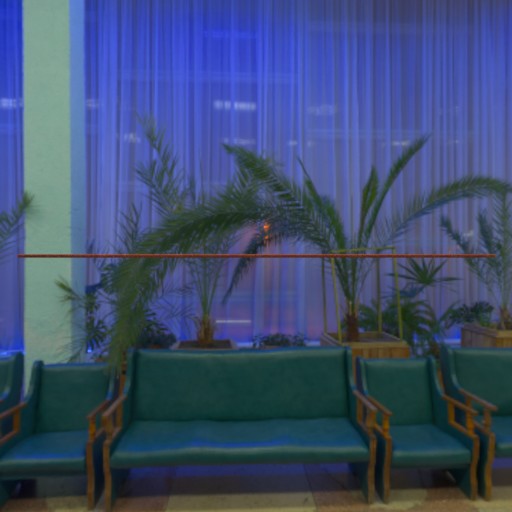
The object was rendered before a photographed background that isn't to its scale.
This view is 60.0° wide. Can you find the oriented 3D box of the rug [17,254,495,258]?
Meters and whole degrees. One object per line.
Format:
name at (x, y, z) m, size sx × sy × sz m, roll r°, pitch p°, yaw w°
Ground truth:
rug at (0.000, 0.000, 2.301) m, size 1.829 × 0.014 × 1.219 m, roll 0°, pitch 0°, yaw -1°
